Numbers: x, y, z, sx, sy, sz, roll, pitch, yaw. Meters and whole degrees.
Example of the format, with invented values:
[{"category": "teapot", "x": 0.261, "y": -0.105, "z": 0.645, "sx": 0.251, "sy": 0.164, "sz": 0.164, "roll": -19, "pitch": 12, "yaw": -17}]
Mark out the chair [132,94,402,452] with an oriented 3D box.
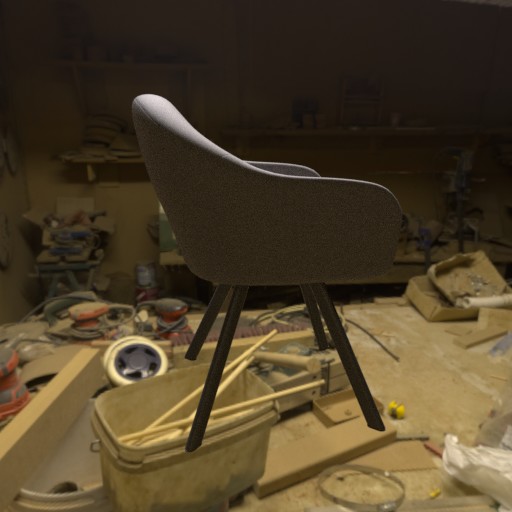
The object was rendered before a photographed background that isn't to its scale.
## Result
[{"category": "chair", "x": 0.000, "y": 0.000, "z": 1.148, "sx": 0.570, "sy": 0.780, "sz": 0.540, "roll": -2, "pitch": 15, "yaw": -9}]
